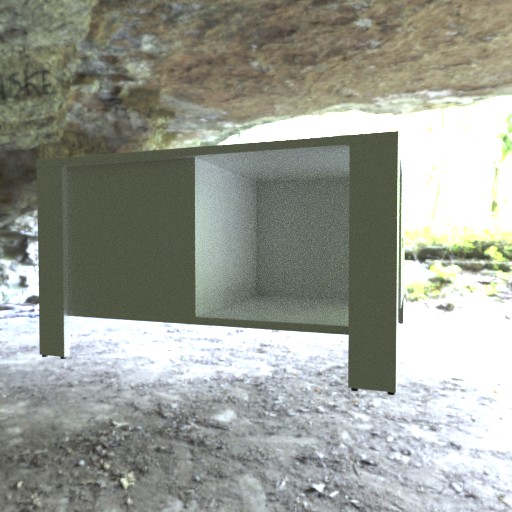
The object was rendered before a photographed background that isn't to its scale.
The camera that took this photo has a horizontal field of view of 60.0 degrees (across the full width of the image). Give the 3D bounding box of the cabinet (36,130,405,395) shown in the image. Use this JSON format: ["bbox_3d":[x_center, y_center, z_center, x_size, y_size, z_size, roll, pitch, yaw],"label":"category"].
[{"bbox_3d":[0.000,0.000,1.276,0.800,0.460,0.800,1,2,19],"label":"cabinet"}]
